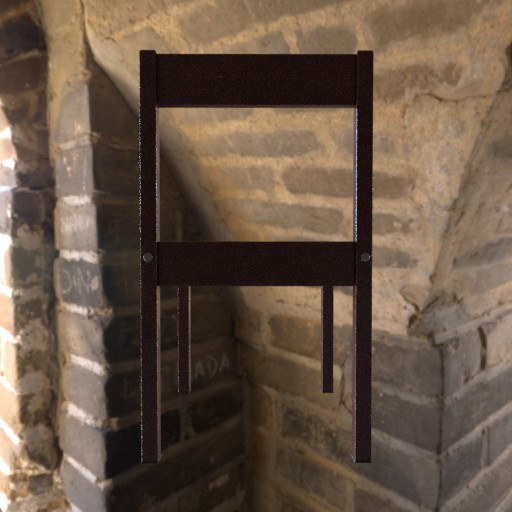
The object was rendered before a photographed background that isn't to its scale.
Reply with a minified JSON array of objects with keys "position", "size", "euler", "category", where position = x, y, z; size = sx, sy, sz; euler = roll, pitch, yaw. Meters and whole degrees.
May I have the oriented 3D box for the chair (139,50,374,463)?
[{"position":[0.000,0.000,0.682],"size":[0.285,0.505,0.285],"euler":[0,1,0],"category":"chair"}]
